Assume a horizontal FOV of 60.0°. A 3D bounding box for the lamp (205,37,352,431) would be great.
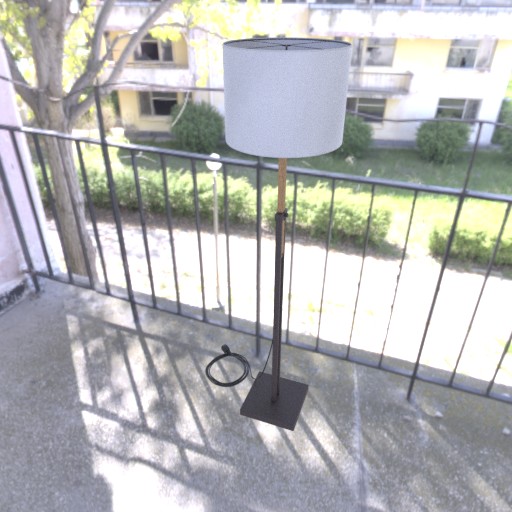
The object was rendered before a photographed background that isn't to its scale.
[{"bbox_3d":[0.000,0.000,1.883,0.639,1.650,0.474,11,33,18],"label":"lamp"}]
